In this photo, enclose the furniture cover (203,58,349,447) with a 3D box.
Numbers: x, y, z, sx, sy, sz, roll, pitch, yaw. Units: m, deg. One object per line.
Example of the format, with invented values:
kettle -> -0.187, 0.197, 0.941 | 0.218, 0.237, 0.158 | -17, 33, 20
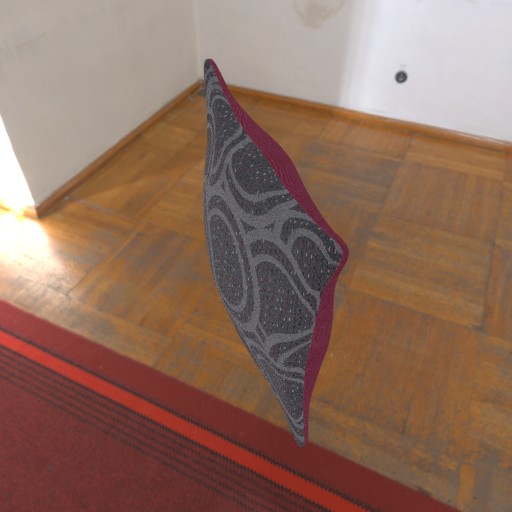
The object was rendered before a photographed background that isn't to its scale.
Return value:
furniture cover -> 0.000, 0.000, 0.796 | 0.163, 0.513, 0.514 | -14, 48, -14
